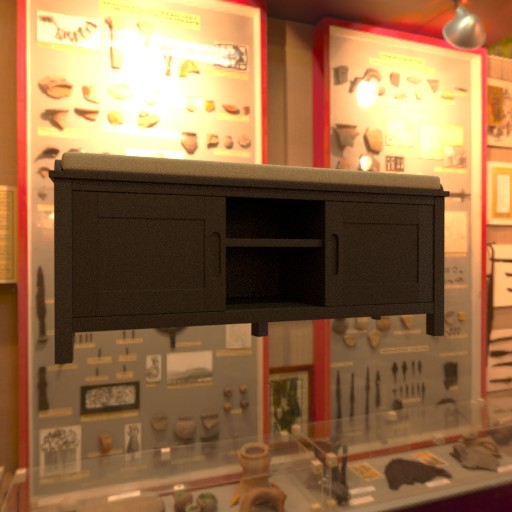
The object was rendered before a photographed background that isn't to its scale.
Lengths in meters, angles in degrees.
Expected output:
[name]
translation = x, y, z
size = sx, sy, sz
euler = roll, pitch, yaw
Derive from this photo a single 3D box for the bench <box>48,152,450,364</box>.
[bench]
translation = 0.000, 0.000, 1.392
size = 1.140, 0.501, 0.398
euler = 0, 1, -18
